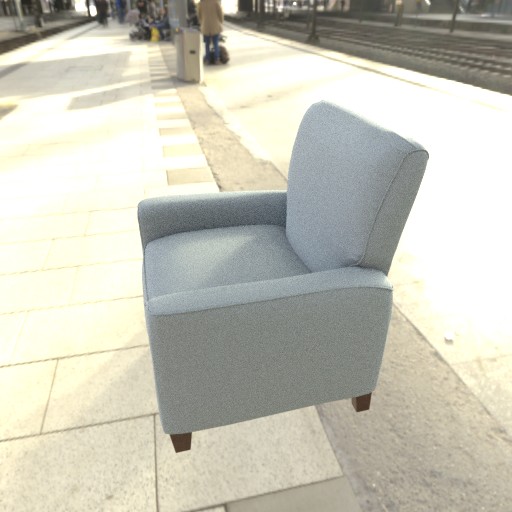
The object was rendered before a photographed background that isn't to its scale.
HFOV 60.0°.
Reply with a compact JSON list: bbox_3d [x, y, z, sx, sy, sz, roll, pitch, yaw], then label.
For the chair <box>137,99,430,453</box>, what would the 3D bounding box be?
[{"bbox_3d":[0.000,0.000,1.646,0.846,1.007,0.853,-8,31,-13],"label":"chair"}]
